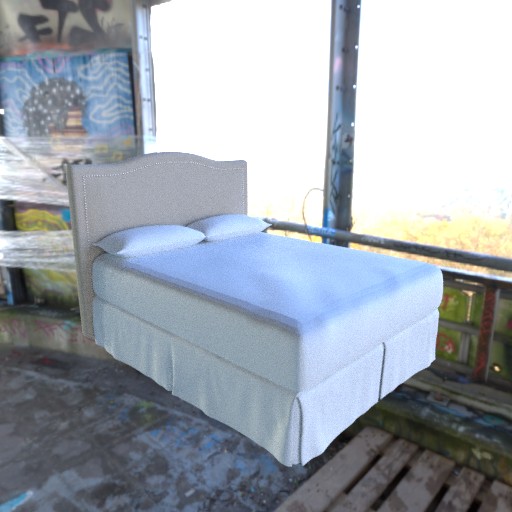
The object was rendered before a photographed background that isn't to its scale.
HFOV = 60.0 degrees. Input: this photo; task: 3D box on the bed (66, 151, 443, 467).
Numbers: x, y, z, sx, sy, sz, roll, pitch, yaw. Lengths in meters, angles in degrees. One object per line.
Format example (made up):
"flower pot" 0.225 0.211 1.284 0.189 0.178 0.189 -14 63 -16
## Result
"bed" 0.000 0.000 3.067 2.052 1.398 1.678 13 19 43
